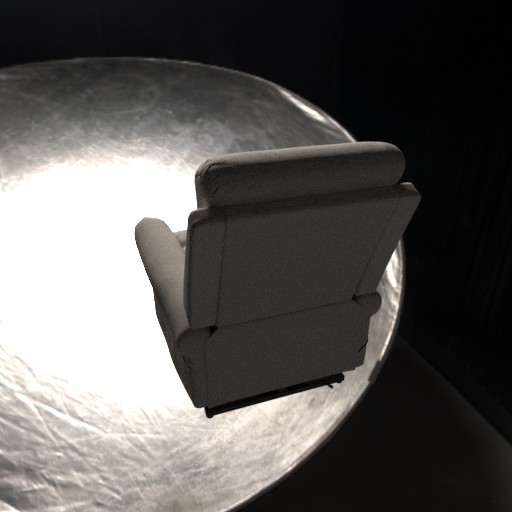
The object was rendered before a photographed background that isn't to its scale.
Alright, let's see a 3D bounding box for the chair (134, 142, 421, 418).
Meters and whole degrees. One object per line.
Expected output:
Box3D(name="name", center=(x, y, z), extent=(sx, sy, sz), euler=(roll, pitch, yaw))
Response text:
Box3D(name="chair", center=(0.000, 0.000, 1.751), extent=(0.871, 1.031, 0.979), euler=(-9, 29, -17))
